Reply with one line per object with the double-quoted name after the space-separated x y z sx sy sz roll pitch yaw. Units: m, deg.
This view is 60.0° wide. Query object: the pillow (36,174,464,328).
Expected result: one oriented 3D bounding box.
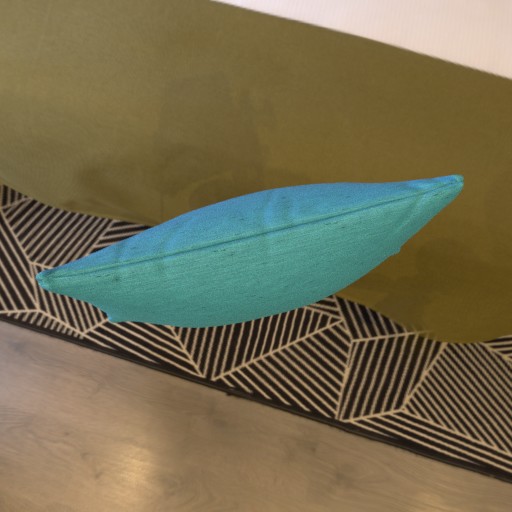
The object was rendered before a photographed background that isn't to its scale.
0.000 0.000 0.789 0.633 0.338 0.210 -14 74 -4 "pillow"
